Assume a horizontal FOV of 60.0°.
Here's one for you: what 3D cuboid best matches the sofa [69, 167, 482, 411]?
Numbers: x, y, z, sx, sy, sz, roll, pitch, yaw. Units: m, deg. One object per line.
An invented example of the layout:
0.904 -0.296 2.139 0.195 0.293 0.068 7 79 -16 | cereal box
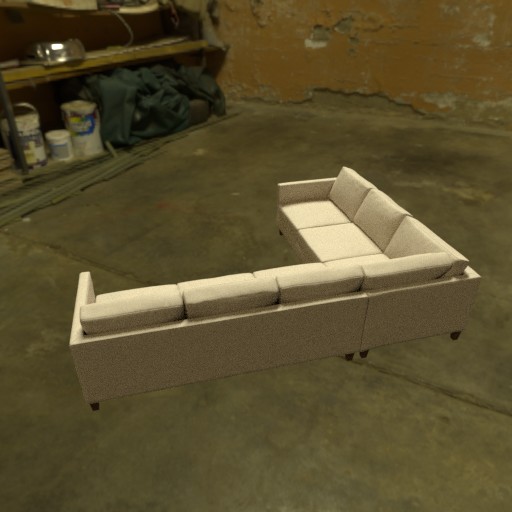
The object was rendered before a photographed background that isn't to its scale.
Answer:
0.000 0.000 4.366 3.182 0.863 2.432 -8 31 -13 | sofa
